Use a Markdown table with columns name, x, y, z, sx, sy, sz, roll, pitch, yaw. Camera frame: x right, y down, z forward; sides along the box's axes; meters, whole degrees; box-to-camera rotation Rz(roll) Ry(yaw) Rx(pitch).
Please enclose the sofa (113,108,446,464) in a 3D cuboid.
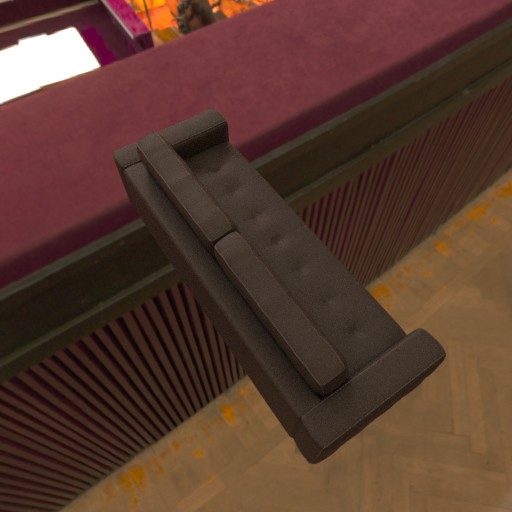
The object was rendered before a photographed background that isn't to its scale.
| name | x | y | z | sx | sy | sz | roll | pitch | yaw |
| --- | --- | --- | --- | --- | --- | --- | --- | --- | --- |
| sofa | 0.000 | 0.000 | 2.745 | 0.833 | 0.893 | 2.275 | -30 | 62 | -18 |
